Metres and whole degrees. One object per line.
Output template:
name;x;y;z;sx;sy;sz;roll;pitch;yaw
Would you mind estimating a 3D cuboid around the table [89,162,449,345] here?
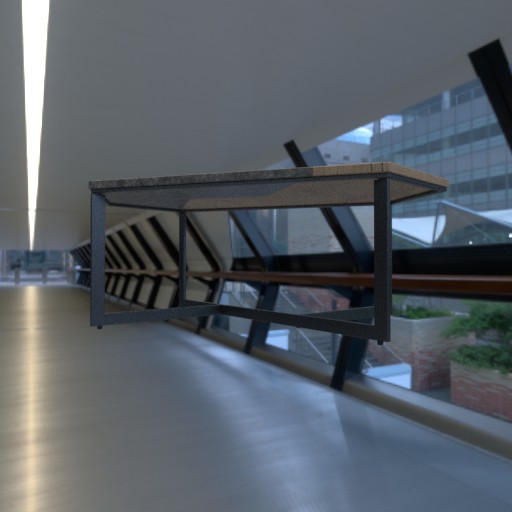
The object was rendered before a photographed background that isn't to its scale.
table;0.000;0.000;1.516;1.219;0.457;0.609;0;-1;17
